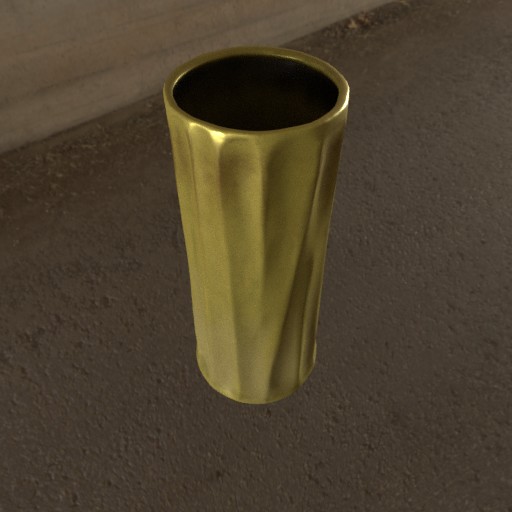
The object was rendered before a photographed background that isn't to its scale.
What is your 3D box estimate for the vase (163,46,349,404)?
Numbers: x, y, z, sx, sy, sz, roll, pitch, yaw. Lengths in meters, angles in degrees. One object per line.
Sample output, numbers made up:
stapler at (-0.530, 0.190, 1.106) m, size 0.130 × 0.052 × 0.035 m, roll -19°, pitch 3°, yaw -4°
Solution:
vase at (0.000, 0.000, 0.176) m, size 0.061 × 0.143 × 0.061 m, roll 0°, pitch 48°, yaw 0°
